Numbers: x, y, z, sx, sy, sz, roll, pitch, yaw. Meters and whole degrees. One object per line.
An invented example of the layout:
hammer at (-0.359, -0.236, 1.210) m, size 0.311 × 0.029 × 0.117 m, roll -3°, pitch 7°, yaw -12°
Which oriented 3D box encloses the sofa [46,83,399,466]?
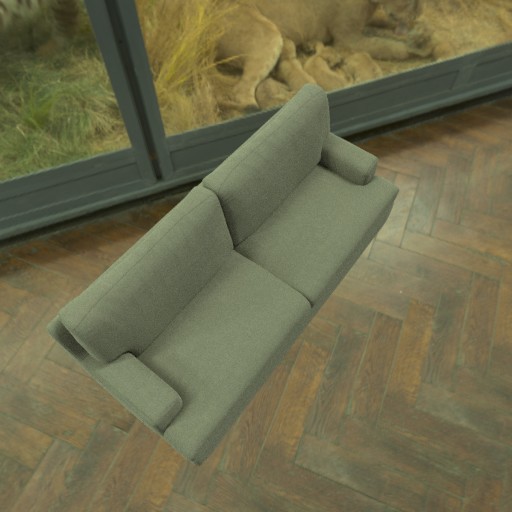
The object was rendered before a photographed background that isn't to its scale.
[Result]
sofa at (0.000, 0.000, 2.862) m, size 0.962 × 0.980 × 2.354 m, roll 33°, pitch 64°, yaw 18°
